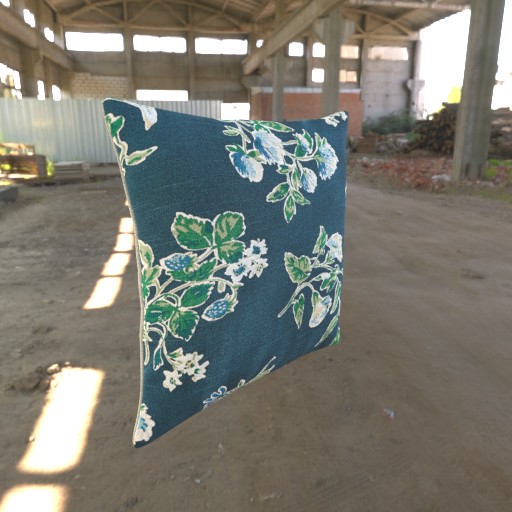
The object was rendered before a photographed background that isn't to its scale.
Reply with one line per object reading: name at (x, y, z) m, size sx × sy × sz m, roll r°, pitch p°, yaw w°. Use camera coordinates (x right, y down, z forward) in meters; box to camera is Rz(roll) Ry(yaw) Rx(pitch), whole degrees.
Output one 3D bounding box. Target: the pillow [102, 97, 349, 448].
pillow at (0.000, 0.000, 0.787) m, size 0.525 × 0.508 × 0.166 m, roll -14°, pitch 21°, yaw -42°
